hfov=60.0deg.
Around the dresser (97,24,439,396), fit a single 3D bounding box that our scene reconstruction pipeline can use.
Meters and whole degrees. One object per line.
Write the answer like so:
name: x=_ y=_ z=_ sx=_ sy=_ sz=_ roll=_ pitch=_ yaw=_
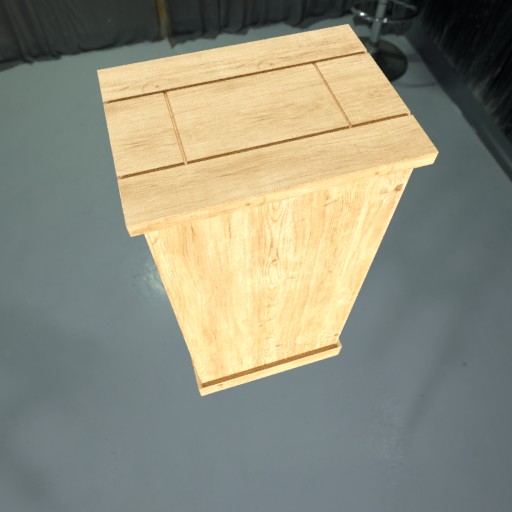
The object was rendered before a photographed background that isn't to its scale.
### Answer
dresser: x=0.000 y=0.000 z=1.255 sx=0.531 sy=1.041 sz=0.390 roll=-15 pitch=60 yaw=-9
